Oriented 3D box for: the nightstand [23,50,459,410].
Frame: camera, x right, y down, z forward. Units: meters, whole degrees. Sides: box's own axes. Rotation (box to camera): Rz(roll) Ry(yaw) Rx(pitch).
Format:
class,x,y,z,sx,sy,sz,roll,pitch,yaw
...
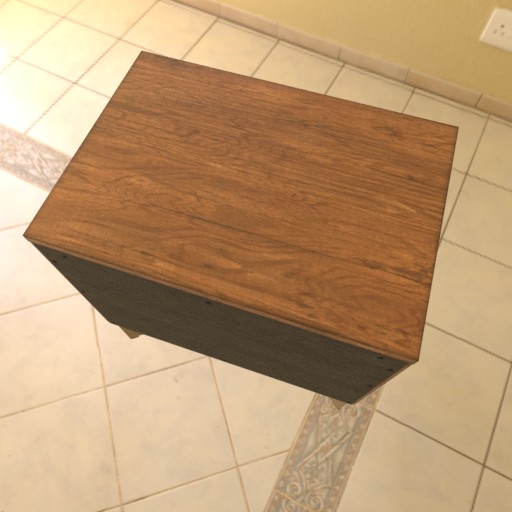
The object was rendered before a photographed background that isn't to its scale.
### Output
class,x,y,z,sx,sy,sz,roll,pitch,yaw
nightstand,0.000,0.000,1.005,0.610,0.610,0.446,17,65,8
